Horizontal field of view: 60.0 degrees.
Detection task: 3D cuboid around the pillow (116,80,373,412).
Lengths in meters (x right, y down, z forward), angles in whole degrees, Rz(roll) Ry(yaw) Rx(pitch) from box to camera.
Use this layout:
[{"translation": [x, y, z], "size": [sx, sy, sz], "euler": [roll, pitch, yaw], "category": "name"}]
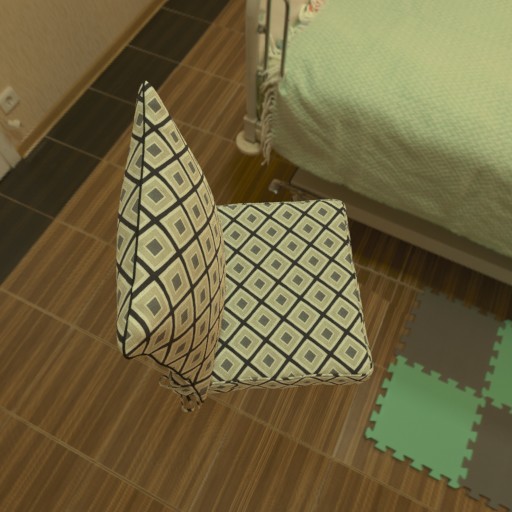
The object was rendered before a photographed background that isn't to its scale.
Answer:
[{"translation": [0.000, 0.000, 1.359], "size": [0.733, 0.722, 0.798], "euler": [-3, 63, -1], "category": "pillow"}]
